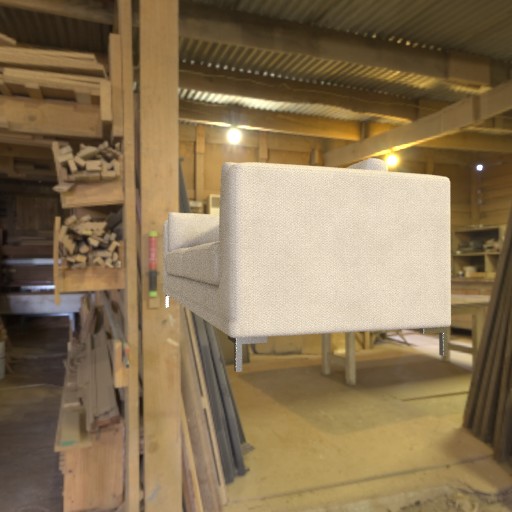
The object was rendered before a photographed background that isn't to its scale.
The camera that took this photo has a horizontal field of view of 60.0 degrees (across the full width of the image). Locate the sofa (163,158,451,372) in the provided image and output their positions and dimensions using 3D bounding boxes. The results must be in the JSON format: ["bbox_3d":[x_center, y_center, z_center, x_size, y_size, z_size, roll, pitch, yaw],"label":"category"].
[{"bbox_3d":[0.000,0.000,2.870,0.969,0.867,2.415,0,-1,-18],"label":"sofa"}]
